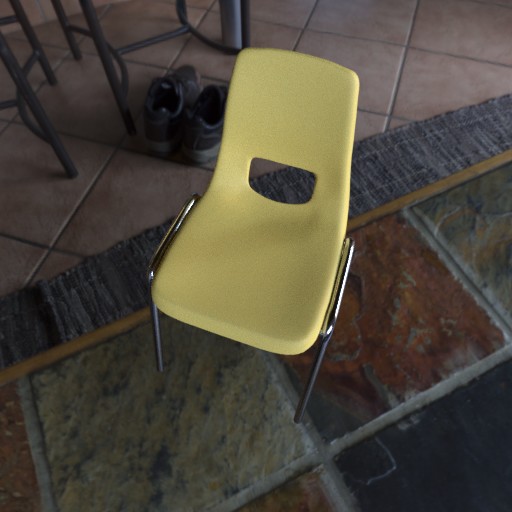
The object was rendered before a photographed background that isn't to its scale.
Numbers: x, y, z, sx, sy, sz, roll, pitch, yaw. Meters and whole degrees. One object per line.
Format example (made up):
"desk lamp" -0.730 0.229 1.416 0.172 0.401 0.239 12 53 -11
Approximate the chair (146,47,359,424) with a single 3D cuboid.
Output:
"chair" 0.000 0.000 0.912 0.381 0.653 0.436 17 60 10
